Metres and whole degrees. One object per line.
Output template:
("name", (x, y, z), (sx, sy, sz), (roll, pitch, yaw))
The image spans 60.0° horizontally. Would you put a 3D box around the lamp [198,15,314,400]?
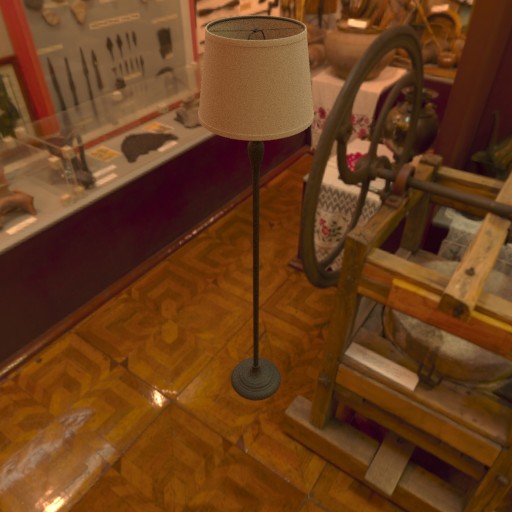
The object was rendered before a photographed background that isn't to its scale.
("lamp", (0.000, 0.000, 1.598), (0.327, 1.506, 0.327), (26, 47, 27))
